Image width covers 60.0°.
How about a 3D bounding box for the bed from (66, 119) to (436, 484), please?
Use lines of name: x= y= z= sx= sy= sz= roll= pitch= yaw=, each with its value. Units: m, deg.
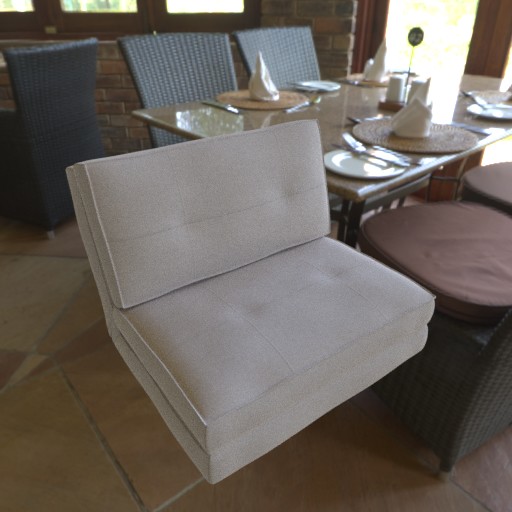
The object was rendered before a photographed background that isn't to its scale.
bed: x=0.000 y=0.000 z=1.284 sx=0.799 sy=0.614 sz=0.749 roll=-20 pitch=35 yaw=-31
